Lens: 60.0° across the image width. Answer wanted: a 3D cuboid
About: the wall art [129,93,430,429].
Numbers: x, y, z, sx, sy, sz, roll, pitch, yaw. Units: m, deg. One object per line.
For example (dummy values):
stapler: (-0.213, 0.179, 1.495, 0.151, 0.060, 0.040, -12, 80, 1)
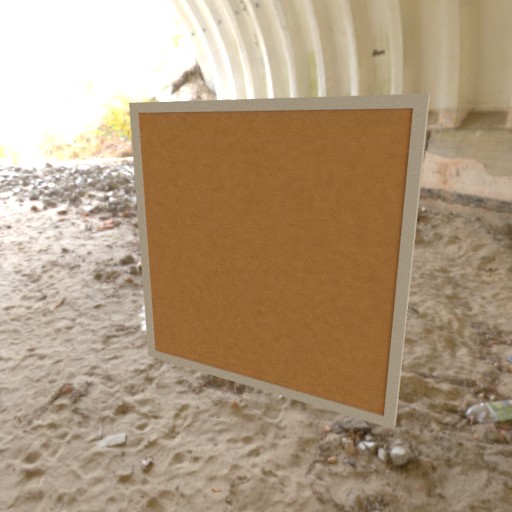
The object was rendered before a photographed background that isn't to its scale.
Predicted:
wall art: (0.000, 0.000, 0.684, 0.457, 0.457, 0.012, 8, 18, 26)
